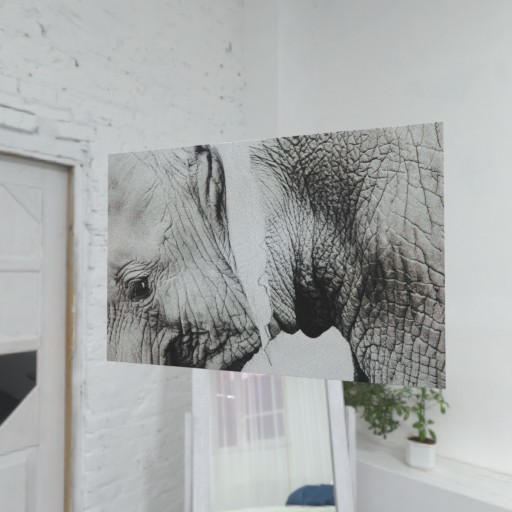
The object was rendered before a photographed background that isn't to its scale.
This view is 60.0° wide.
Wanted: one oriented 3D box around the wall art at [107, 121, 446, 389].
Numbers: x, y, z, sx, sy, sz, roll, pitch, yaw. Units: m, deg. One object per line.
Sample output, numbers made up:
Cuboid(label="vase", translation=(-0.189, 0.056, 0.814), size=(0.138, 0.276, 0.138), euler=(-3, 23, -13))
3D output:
Cuboid(label="wall art", translation=(0.000, 0.000, 1.456), size=(1.141, 0.758, 0.035), euler=(0, -1, 19))
